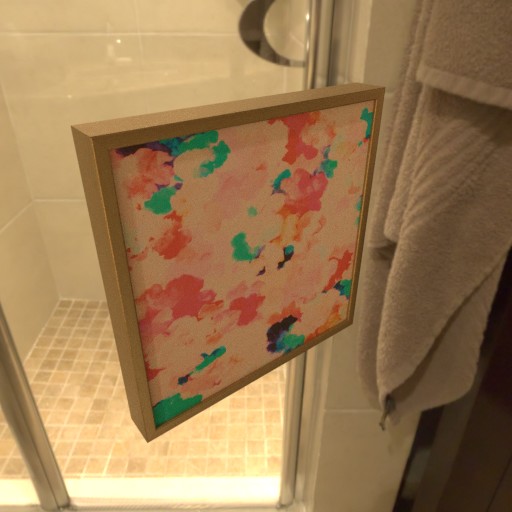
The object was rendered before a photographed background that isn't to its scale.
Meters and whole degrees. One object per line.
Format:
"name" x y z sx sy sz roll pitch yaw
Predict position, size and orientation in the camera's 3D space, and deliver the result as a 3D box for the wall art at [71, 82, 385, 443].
"wall art" 0.000 0.000 0.458 0.304 0.305 0.038 -21 36 -32
